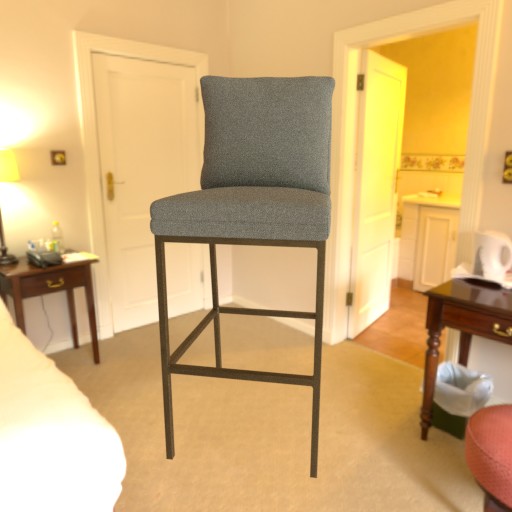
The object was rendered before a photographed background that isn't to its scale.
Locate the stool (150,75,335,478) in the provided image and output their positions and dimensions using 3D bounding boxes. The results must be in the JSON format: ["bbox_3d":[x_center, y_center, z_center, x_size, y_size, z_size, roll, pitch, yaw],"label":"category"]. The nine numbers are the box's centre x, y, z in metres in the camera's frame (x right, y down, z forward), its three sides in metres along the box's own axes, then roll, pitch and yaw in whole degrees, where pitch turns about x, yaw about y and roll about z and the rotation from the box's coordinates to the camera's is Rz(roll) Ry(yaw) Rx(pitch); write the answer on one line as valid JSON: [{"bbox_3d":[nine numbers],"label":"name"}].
[{"bbox_3d":[0.000,0.000,1.403,0.463,1.132,0.569,2,14,10],"label":"stool"}]
